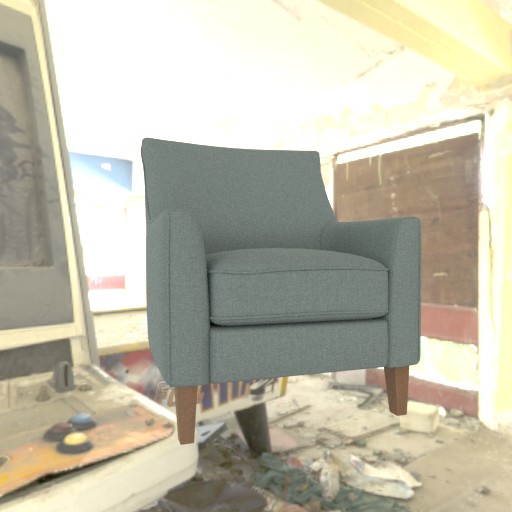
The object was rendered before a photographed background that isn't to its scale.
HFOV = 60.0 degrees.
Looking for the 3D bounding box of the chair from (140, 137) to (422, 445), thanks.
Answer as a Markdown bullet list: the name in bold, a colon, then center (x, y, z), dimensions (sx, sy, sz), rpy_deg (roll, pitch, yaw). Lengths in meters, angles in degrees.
- **chair**: center (0.000, 0.000, 1.560), dimensions (0.756, 0.916, 0.879), rpy_deg (0, 0, -18)
